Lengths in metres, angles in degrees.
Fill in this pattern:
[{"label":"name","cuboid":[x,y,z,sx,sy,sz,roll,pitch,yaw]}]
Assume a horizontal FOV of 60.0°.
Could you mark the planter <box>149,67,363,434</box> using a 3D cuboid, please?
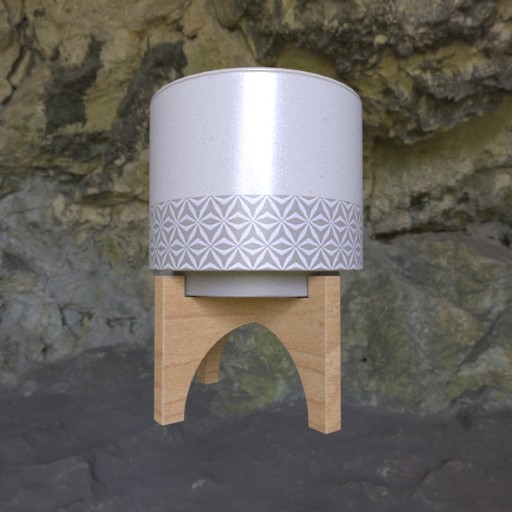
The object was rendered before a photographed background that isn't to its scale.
[{"label":"planter","cuboid":[0.000,0.000,0.400,0.188,0.260,0.188,0,-1,0]}]
